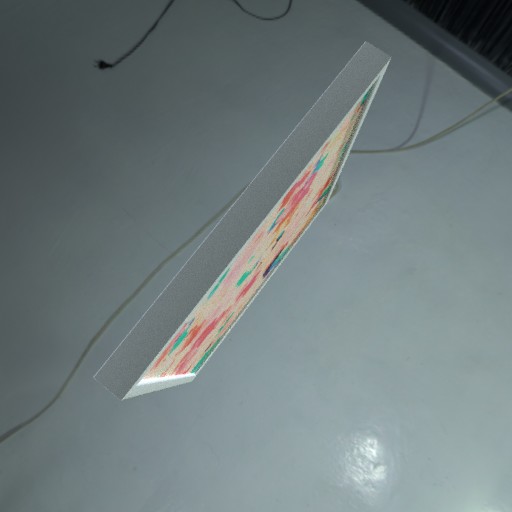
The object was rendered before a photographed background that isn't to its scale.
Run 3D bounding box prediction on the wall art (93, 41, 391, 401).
[{"bbox_3d":[0.000,0.000,0.747,0.038,0.505,0.506,36,79,8],"label":"wall art"}]
